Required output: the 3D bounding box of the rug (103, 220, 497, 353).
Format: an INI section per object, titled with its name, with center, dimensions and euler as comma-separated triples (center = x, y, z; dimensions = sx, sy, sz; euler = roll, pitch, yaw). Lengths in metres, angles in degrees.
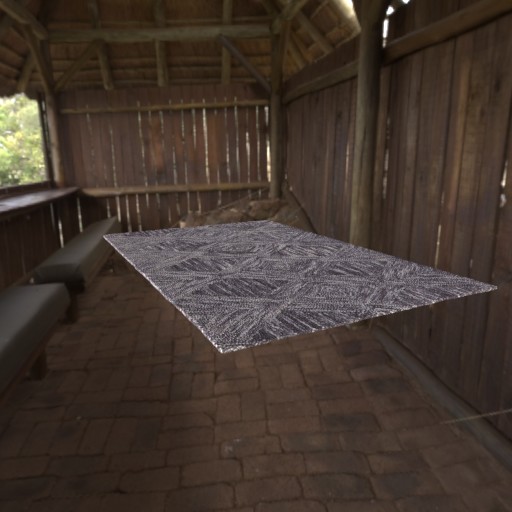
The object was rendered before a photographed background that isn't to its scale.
[rug]
center = 0.000, 0.000, 2.245
dimensions = 1.186, 0.012, 1.814
euler = -8, 16, -27
